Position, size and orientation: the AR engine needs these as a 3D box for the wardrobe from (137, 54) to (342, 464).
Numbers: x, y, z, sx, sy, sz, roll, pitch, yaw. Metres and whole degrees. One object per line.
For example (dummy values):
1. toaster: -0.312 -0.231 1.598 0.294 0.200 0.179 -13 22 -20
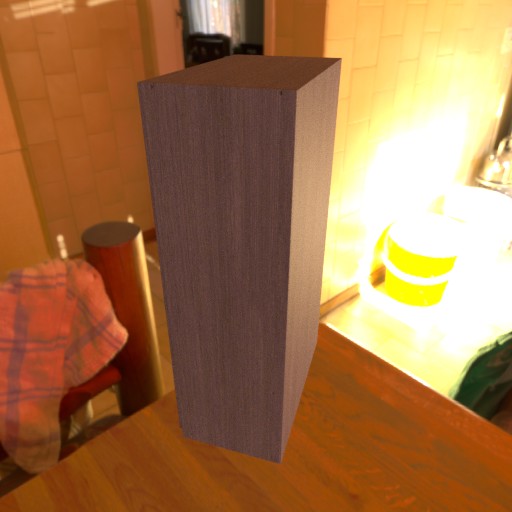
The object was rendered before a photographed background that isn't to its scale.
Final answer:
1. wardrobe: 0.000 0.000 2.297 0.577 1.808 0.991 9 31 15
